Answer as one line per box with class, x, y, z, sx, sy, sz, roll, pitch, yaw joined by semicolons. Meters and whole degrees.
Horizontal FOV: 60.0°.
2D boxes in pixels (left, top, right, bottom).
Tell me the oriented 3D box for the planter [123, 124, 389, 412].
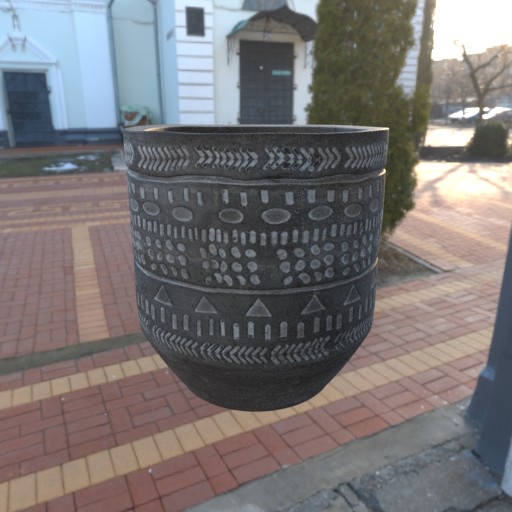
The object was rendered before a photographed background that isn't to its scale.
planter;0.000;0.000;0.227;0.122;0.128;0.122;0;18;0
